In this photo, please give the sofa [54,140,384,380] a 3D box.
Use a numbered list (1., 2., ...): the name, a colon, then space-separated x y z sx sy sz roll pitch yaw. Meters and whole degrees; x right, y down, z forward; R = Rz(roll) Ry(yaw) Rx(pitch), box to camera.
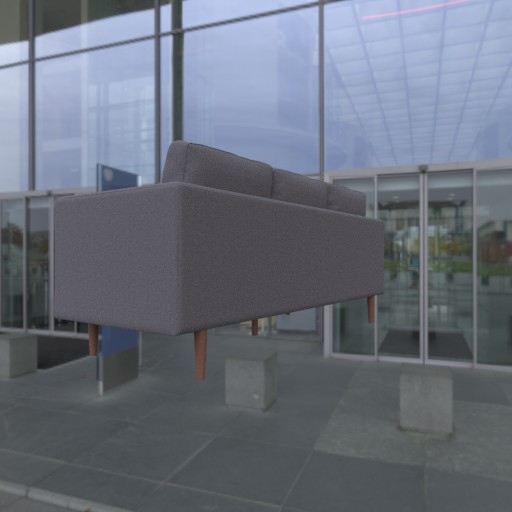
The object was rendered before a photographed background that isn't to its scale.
1. sofa: 0.000 0.000 2.545 0.802 0.912 2.029 0 0 36
